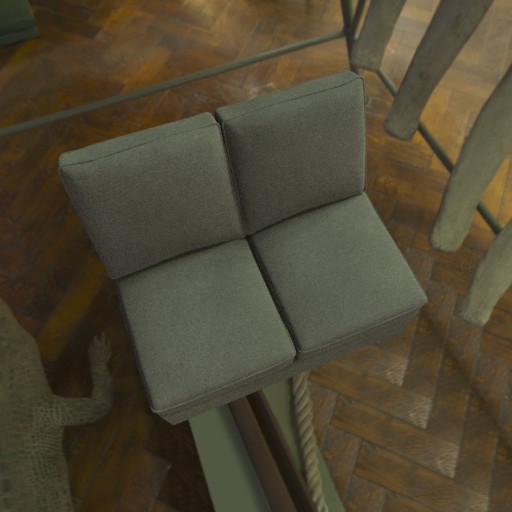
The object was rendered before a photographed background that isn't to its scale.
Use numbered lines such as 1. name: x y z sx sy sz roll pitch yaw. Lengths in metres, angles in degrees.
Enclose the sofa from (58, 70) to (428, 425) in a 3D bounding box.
1. sofa: 0.000 0.000 1.934 1.237 1.008 0.951 -20 65 -9
